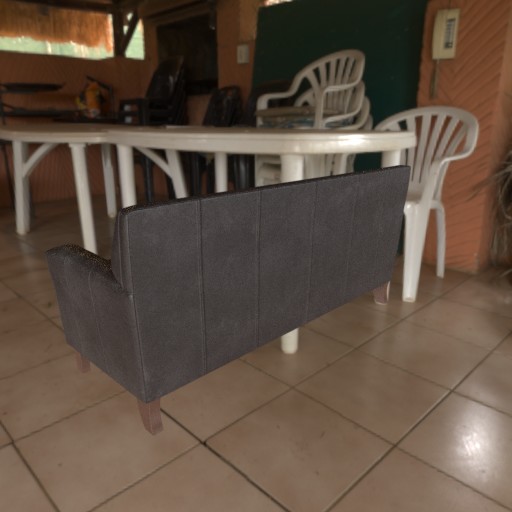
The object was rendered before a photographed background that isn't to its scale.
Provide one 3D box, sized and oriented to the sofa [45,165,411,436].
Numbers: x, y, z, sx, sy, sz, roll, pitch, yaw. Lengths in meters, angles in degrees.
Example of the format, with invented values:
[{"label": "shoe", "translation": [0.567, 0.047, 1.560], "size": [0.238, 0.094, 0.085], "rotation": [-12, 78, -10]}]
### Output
[{"label": "sofa", "translation": [0.000, 0.000, 2.544], "size": [0.805, 0.947, 2.053], "rotation": [16, 23, 42]}]
